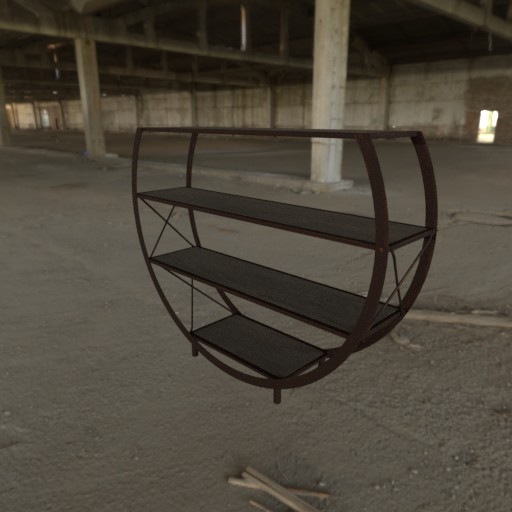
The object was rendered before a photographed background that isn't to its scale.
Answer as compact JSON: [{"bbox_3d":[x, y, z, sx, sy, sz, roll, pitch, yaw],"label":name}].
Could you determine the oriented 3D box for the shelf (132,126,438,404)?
[{"bbox_3d":[0.000,0.000,1.928,1.403,1.063,0.344,16,23,42],"label":"shelf"}]
